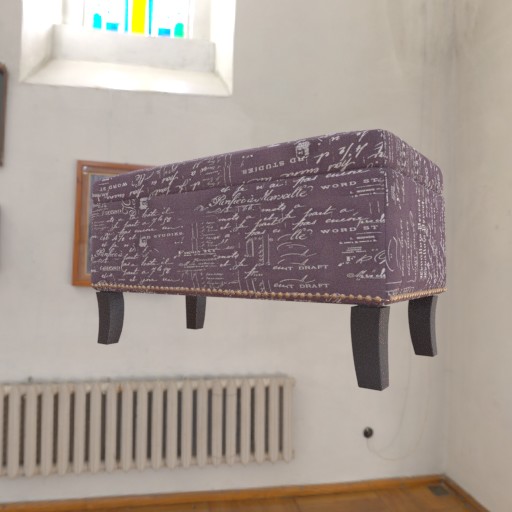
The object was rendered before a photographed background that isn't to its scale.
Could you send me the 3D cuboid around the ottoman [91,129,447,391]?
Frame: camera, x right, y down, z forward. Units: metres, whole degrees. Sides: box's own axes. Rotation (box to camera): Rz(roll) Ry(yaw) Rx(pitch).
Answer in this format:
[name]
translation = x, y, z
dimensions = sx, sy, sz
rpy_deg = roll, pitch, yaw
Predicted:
[ottoman]
translation = 0.000, 0.000, 1.101
dimensions = 0.813, 0.457, 0.406
rpy_deg = -1, -1, 36
